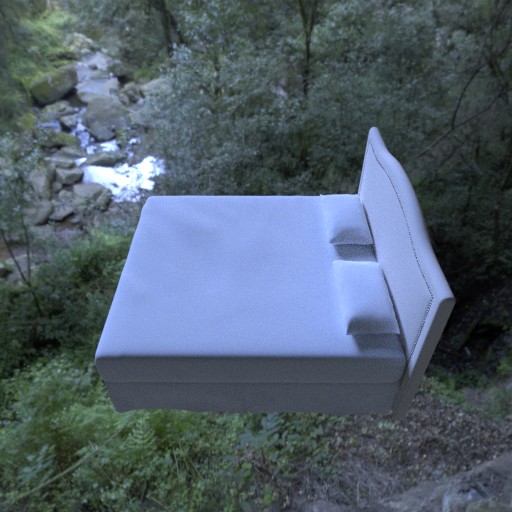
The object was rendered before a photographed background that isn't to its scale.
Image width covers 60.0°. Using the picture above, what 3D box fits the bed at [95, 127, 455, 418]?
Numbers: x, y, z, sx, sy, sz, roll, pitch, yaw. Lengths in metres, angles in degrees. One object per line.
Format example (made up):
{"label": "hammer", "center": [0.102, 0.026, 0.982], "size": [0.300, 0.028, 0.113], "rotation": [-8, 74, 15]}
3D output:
{"label": "bed", "center": [0.000, 0.000, 3.548], "size": [2.182, 1.421, 2.083], "rotation": [0, 42, 0]}
